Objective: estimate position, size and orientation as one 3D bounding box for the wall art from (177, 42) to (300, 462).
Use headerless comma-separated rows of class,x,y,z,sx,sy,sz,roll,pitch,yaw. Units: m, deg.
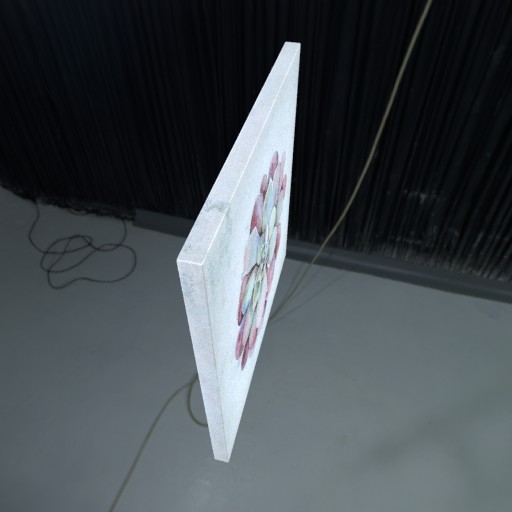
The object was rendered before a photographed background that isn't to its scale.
wall art,0.000,0.000,1.123,0.041,0.762,0.762,10,48,9
